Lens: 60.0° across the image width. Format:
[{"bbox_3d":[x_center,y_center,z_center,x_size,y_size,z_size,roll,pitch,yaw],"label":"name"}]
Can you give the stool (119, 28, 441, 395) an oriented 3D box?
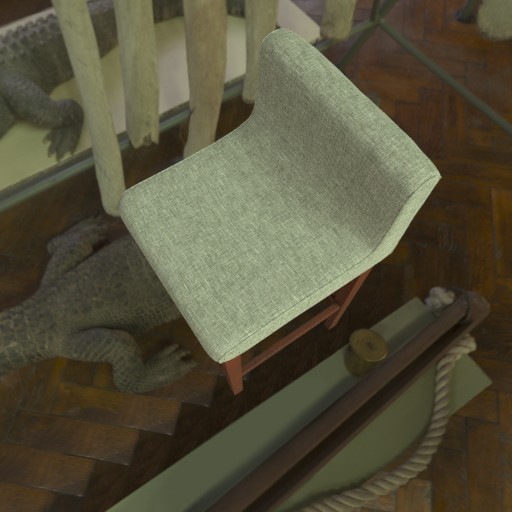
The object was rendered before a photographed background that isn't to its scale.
[{"bbox_3d":[0.000,0.000,1.080,0.459,0.835,0.417,-32,69,-14],"label":"stool"}]
